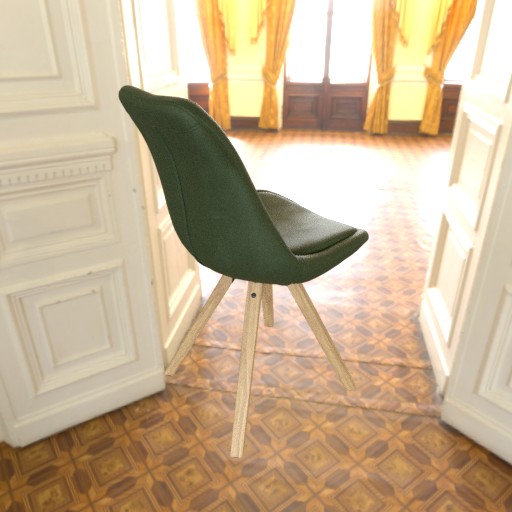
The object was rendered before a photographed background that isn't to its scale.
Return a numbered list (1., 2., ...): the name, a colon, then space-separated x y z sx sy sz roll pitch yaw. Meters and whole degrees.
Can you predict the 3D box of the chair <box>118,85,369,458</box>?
1. chair: 0.000 0.000 1.181 0.547 0.865 0.483 -19 33 -32
